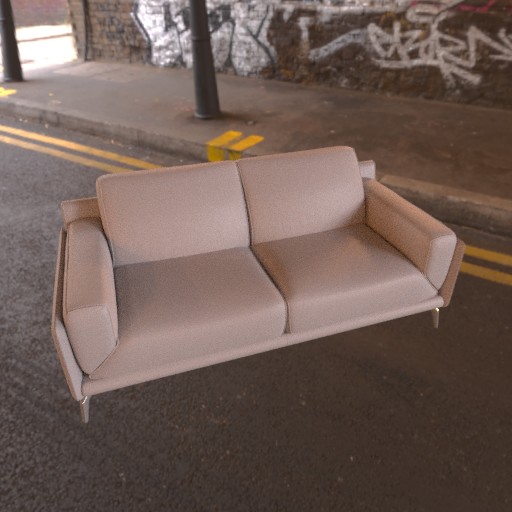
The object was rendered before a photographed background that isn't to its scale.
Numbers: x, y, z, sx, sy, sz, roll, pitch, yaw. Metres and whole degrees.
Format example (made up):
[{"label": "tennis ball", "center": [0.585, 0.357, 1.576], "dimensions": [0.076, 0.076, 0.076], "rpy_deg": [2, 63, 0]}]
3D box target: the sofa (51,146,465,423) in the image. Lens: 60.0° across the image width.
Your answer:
[{"label": "sofa", "center": [0.000, 0.000, 2.516], "dimensions": [2.101, 0.930, 1.049], "rpy_deg": [-11, 34, -16]}]
